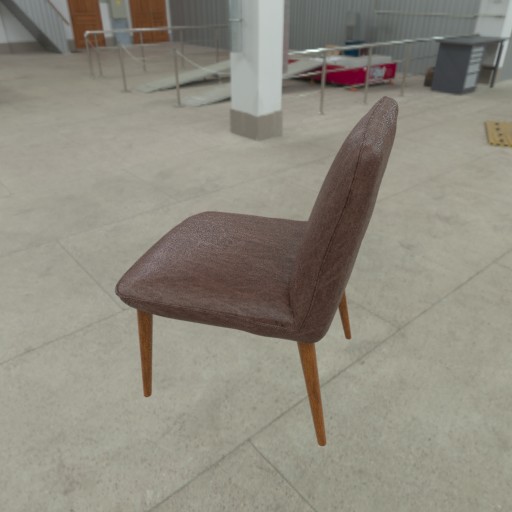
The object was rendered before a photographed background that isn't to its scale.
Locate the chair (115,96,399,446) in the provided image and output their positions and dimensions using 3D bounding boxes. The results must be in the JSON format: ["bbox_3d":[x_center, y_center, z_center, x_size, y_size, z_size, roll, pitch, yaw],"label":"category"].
[{"bbox_3d":[0.000,0.000,1.218,0.645,0.803,0.543,7,31,12],"label":"chair"}]
